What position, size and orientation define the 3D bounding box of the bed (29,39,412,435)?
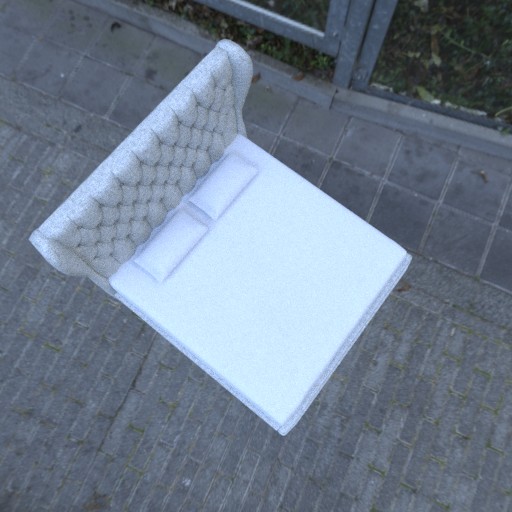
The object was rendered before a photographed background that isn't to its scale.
[{"bbox_3d":[0.000,0.000,3.905,2.347,1.771,2.219,37,77,10],"label":"bed"}]
